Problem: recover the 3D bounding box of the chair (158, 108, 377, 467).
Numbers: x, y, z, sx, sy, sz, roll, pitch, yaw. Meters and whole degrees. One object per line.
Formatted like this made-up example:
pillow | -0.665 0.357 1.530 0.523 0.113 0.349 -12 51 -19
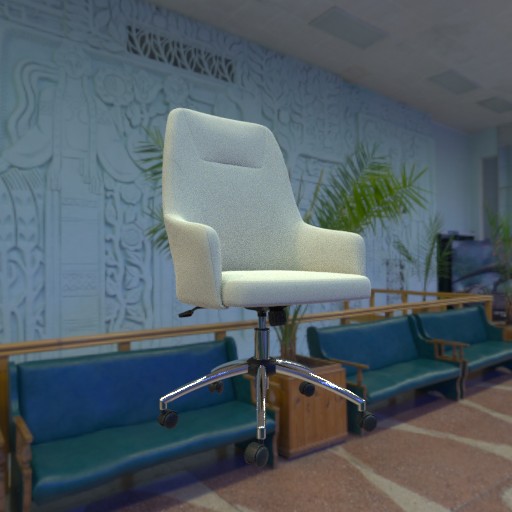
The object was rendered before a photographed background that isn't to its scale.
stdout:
chair | 0.000 0.000 1.465 0.620 1.049 0.640 1 -1 -35
